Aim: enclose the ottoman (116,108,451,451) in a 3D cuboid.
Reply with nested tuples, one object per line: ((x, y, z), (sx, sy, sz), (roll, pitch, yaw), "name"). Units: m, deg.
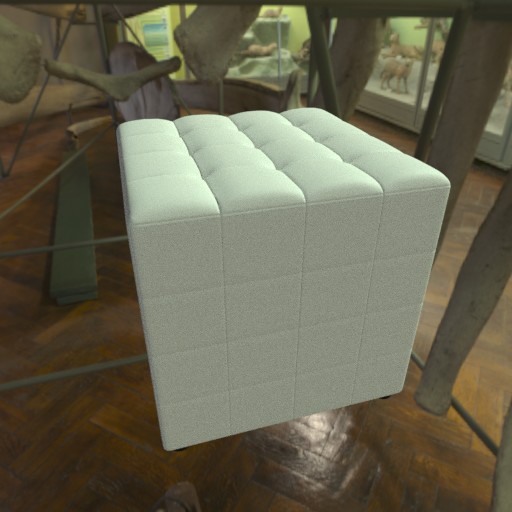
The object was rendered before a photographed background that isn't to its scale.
((0.000, 0.000, 0.813), (0.425, 0.432, 0.425), (-9, 32, -14), "ottoman")
